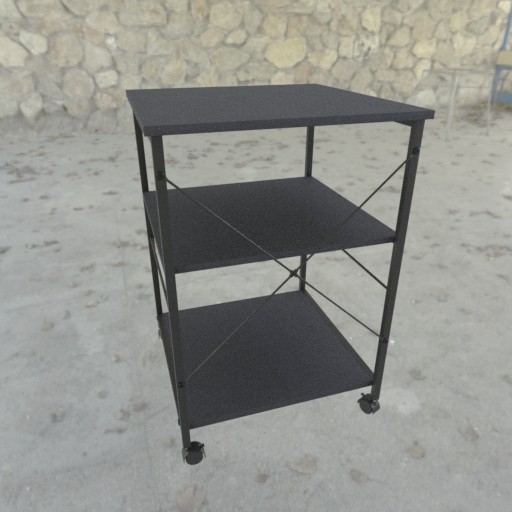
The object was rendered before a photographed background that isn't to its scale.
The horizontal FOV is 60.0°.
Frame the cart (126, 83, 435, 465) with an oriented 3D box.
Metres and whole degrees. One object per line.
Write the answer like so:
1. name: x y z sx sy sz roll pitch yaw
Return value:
1. cart: 0.000 0.000 1.128 0.521 0.762 0.520 -8 28 -16
